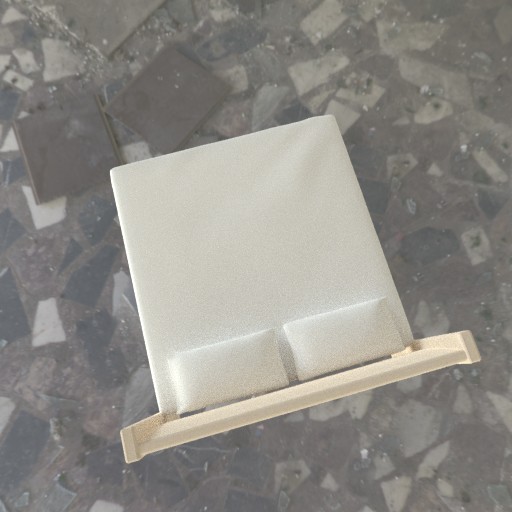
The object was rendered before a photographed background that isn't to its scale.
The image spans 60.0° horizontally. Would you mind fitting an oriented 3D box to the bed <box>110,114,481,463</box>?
[{"bbox_3d":[0.000,0.000,3.525,2.145,1.471,2.293,-15,76,-4],"label":"bed"}]
